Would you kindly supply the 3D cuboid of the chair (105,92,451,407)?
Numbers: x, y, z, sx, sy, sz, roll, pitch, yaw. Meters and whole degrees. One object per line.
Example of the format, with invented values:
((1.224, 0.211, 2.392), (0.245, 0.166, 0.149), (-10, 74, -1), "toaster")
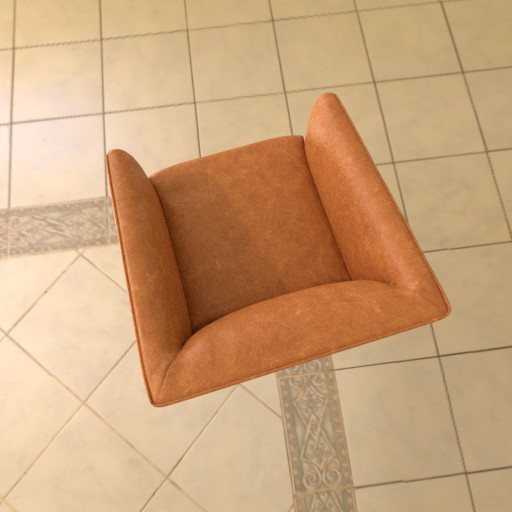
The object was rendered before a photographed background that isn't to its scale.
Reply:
((0.000, 0.000, 1.229), (0.588, 0.760, 0.625), (-16, 75, -4), "chair")
